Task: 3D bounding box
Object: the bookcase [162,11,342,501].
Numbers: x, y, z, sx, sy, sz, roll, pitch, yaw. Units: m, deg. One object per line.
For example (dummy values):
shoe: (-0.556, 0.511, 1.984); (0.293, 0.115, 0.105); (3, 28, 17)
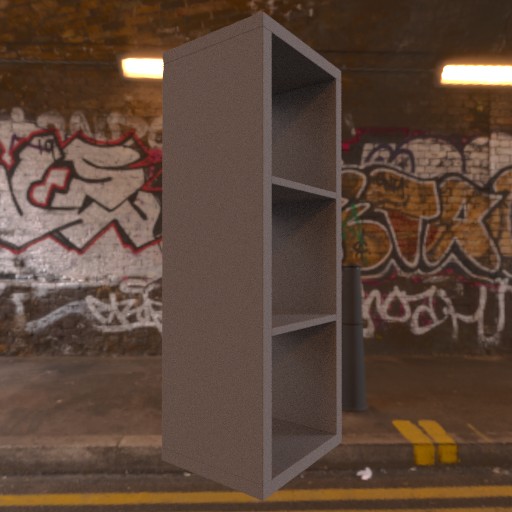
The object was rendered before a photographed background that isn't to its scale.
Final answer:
bookcase: (0.000, 0.000, 1.232); (0.330, 1.080, 0.390); (0, -1, 37)
